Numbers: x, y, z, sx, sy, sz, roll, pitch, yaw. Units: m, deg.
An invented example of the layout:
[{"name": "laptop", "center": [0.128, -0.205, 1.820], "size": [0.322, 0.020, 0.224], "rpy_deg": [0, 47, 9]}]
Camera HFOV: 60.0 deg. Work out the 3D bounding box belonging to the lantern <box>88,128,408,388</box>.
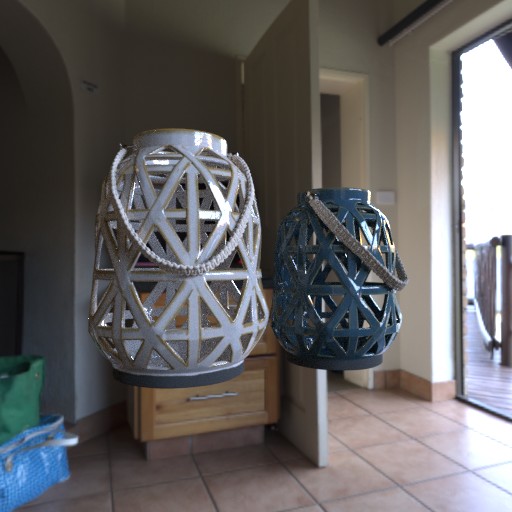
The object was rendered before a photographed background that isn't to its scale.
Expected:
[{"name": "lantern", "center": [0.000, 0.000, 0.620], "size": [0.439, 0.307, 0.245], "rpy_deg": [0, -1, -18]}]
